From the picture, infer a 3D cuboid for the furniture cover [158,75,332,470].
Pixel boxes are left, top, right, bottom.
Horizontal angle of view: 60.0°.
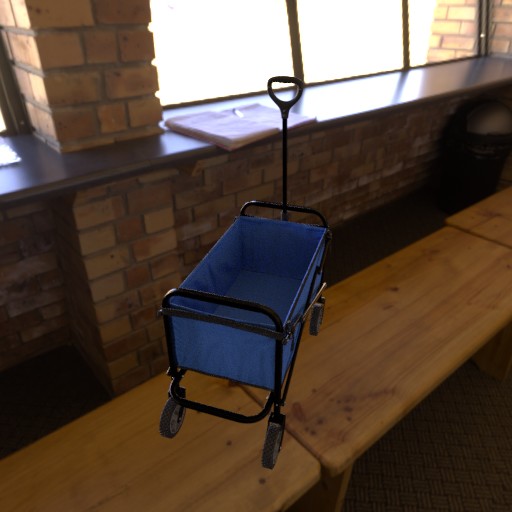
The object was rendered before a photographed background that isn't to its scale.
[{"bbox_3d":[0.000,0.000,1.837,0.532,1.295,1.038,10,32,16],"label":"furniture cover"}]
